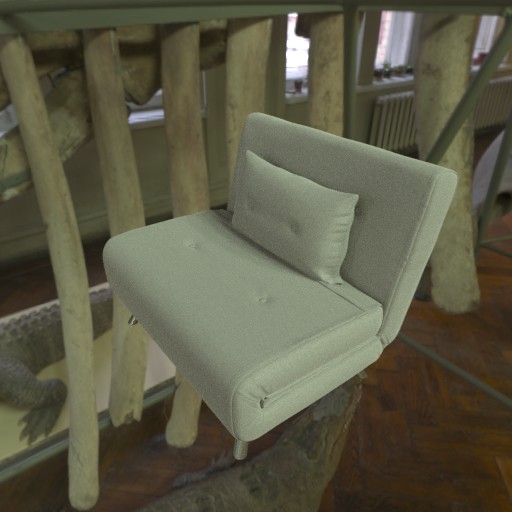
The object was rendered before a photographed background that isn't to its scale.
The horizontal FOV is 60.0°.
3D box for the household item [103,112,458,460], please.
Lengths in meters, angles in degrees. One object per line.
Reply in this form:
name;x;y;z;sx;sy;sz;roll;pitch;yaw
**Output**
household item;0.000;0.000;1.677;0.874;0.800;1.000;-21;36;-31
